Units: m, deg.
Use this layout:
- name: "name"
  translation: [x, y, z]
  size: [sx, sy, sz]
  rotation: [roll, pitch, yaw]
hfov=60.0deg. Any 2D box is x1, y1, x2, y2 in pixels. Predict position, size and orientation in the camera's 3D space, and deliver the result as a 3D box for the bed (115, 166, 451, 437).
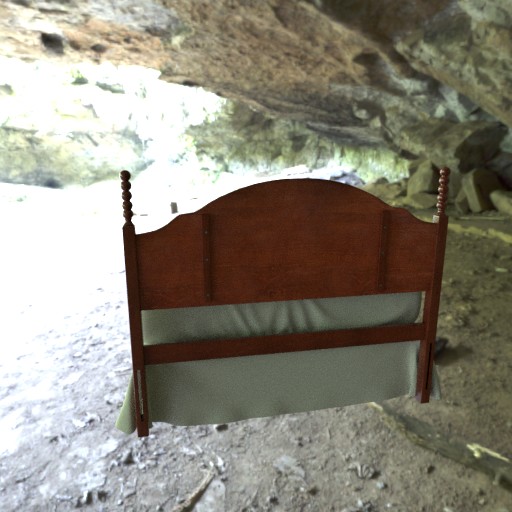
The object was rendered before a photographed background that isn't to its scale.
- name: "bed"
  translation: [0.000, 0.000, 3.234]
  size: [1.873, 1.356, 2.040]
  rotation: [-3, 14, -11]
